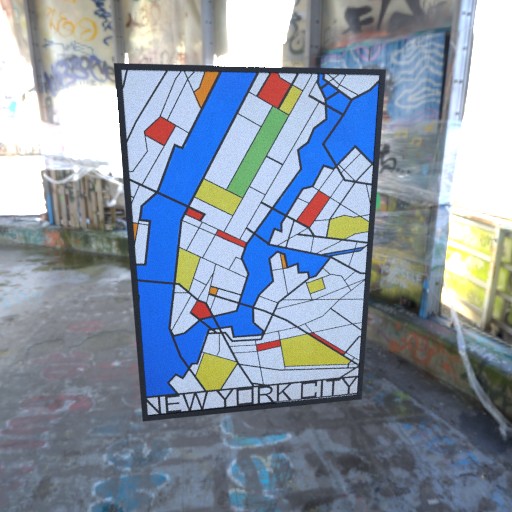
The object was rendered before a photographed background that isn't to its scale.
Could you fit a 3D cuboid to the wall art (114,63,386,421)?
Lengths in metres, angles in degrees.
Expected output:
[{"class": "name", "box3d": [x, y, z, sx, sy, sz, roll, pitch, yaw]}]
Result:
[{"class": "wall art", "box3d": [0.000, 0.000, 0.835, 0.460, 0.660, 0.013, -3, 16, -9]}]
